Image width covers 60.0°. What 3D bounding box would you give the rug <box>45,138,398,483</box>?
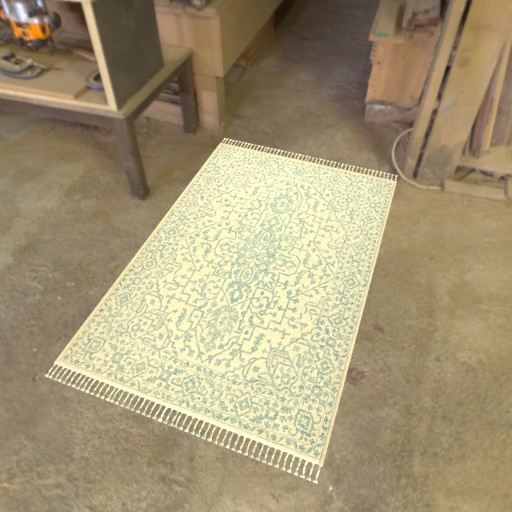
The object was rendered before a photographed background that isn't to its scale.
[{"bbox_3d":[0.000,0.000,2.977,1.524,0.010,2.438,16,50,14],"label":"rug"}]
